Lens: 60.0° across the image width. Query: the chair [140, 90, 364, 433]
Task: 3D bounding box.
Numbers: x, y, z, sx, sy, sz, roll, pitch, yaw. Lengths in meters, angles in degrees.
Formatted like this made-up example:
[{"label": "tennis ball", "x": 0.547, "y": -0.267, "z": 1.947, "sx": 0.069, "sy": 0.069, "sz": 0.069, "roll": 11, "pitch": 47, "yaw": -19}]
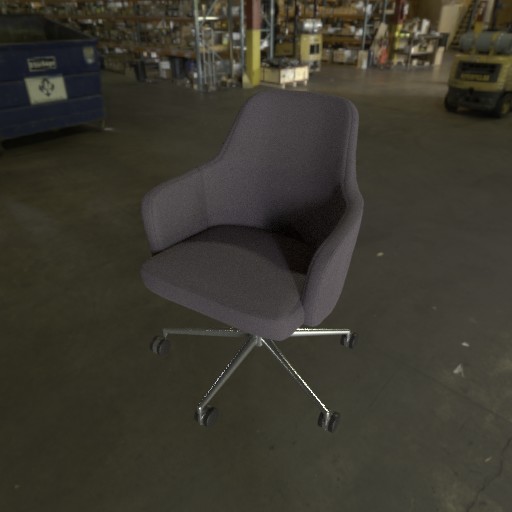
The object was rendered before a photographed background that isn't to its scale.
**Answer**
[{"label": "chair", "x": 0.000, "y": 0.000, "z": 1.258, "sx": 0.655, "sy": 0.820, "sz": 0.600, "roll": 18, "pitch": 34, "yaw": 29}]
